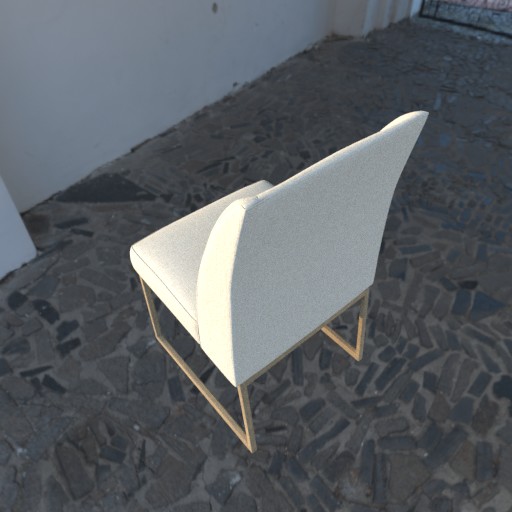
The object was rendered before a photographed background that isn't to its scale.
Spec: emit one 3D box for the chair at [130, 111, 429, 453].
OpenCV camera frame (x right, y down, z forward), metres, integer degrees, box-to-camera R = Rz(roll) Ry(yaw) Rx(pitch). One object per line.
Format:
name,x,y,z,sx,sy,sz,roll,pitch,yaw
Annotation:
chair,0.000,0.000,1.189,0.508,0.863,0.522,-31,52,-27
